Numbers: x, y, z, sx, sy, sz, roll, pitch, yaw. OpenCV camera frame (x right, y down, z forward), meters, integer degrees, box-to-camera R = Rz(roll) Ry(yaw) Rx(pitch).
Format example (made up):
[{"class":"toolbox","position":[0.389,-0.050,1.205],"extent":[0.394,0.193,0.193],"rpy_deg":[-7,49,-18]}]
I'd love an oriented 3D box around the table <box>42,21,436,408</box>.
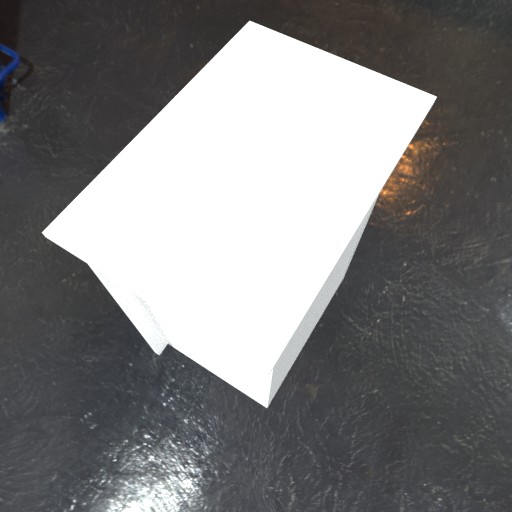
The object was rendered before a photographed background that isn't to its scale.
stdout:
[{"class":"table","position":[0.000,0.000,1.056],"extent":[0.406,0.711,0.589],"rpy_deg":[29,66,14]}]
